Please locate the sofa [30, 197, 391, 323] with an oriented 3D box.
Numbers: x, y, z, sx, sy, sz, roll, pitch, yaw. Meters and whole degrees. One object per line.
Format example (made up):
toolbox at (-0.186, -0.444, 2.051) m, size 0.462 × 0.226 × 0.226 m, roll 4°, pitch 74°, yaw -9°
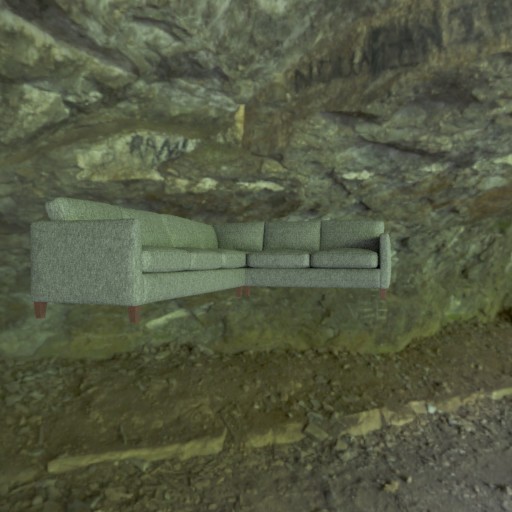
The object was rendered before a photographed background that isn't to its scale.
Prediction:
sofa at (0.000, 0.000, 4.461) m, size 2.593 × 0.947 × 3.302 m, roll 0°, pitch 0°, yaw 17°
